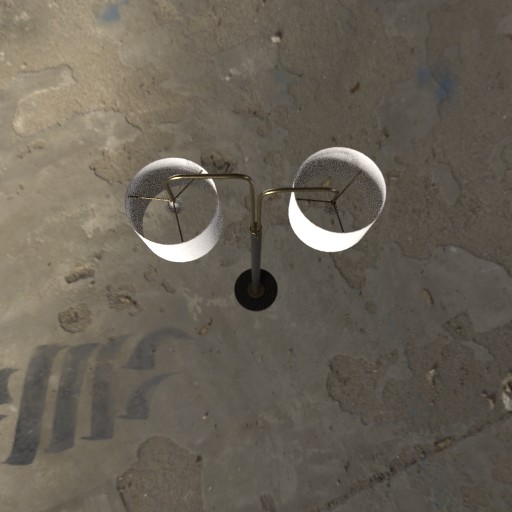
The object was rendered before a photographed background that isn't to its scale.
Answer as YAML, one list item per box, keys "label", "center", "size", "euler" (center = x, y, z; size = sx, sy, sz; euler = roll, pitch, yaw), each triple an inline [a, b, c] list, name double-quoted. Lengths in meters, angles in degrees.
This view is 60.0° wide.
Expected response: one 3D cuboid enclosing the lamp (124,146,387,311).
- label: "lamp"
  center: [0.000, 0.000, 1.837]
  size: [0.711, 1.587, 0.254]
  euler: [-4, 75, -1]
